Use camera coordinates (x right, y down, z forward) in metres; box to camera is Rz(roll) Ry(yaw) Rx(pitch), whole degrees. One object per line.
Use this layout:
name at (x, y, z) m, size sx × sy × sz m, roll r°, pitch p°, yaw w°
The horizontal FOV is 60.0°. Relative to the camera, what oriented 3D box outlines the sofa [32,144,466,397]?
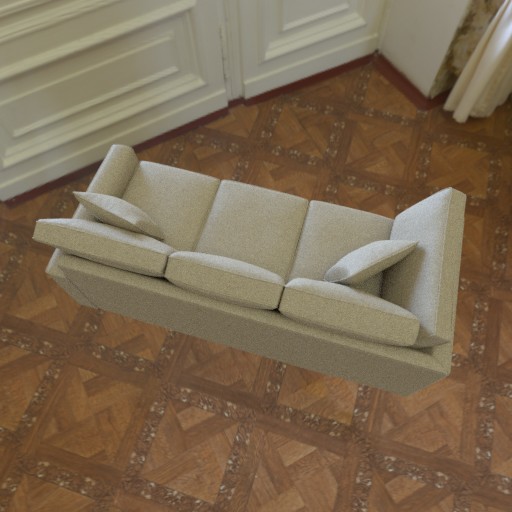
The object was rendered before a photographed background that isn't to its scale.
sofa at (0.000, 0.000, 2.829) m, size 2.323 × 0.948 × 1.053 m, roll 15°, pitch 64°, yaw 7°
